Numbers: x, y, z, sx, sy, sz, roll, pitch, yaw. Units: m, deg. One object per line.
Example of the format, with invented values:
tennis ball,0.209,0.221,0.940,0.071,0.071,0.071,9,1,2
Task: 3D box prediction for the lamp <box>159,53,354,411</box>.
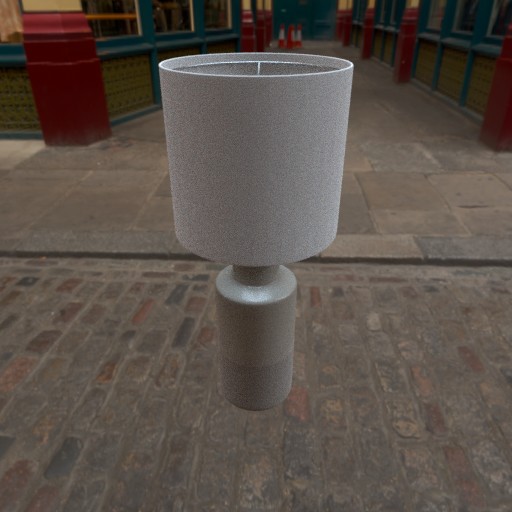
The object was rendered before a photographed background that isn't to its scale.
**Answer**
lamp,0.000,0.000,0.612,0.212,0.493,0.212,1,30,2
